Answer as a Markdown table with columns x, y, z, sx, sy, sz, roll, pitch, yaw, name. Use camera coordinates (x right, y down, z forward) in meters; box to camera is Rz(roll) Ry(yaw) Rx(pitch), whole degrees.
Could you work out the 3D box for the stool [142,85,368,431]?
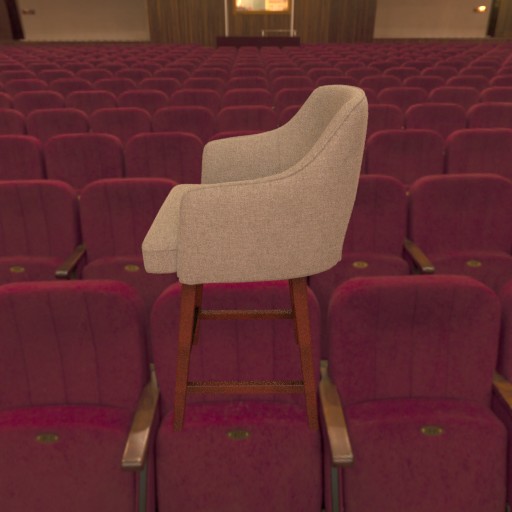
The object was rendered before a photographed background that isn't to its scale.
| x | y | z | sx | sy | sz | roll | pitch | yaw | name |
| --- | --- | --- | --- | --- | --- | --- | --- | --- | --- |
| 0.000 | 0.000 | 1.328 | 0.558 | 0.944 | 0.599 | 0 | 25 | -1 | stool |
